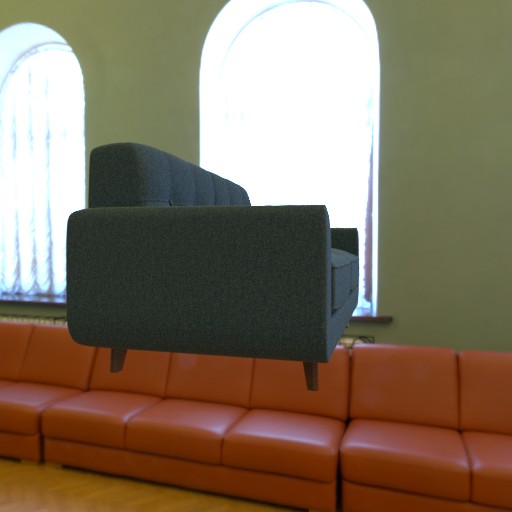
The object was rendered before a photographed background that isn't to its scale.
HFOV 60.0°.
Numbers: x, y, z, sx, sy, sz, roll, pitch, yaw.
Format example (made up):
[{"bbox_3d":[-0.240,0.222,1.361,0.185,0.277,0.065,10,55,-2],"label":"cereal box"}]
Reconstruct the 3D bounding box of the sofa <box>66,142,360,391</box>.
[{"bbox_3d":[0.000,0.000,2.225,0.942,0.896,1.651,0,1,16],"label":"sofa"}]
